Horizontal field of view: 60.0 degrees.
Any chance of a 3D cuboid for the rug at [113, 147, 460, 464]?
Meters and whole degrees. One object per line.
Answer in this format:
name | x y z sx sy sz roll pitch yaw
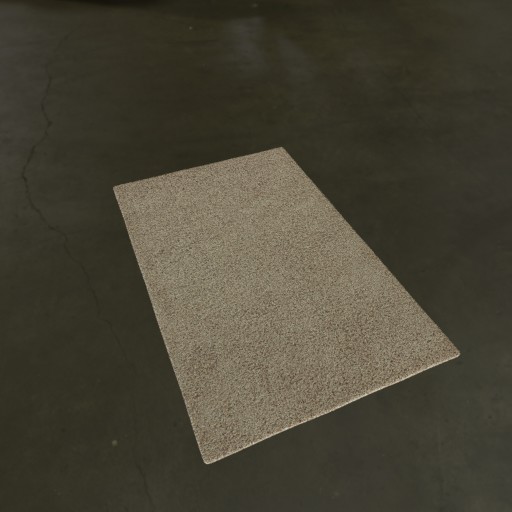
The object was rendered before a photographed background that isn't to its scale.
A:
rug | 0.000 0.000 3.562 1.778 0.030 2.743 -17 48 -16
